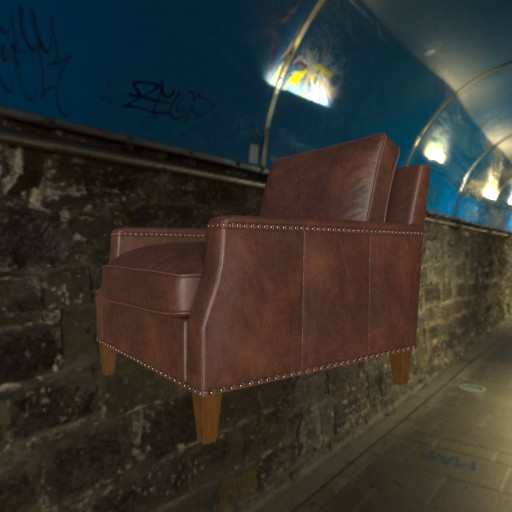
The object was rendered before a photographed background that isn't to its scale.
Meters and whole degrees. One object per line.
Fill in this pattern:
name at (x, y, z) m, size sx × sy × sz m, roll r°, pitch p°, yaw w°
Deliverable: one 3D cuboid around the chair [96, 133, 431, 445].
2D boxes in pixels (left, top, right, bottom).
chair at (0.000, 0.000, 1.694) m, size 1.014 × 0.929 × 0.853 m, roll -1°, pitch 1°, yaw -37°
